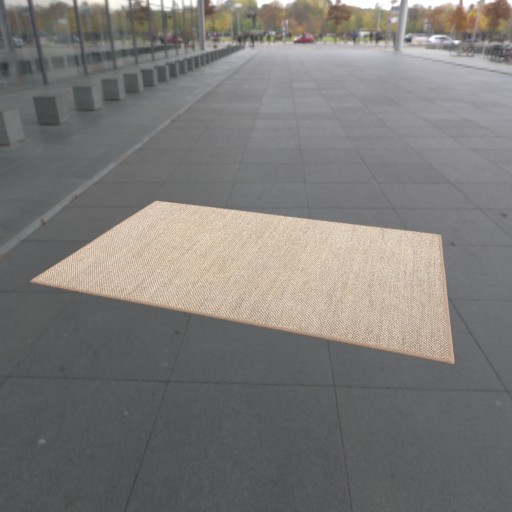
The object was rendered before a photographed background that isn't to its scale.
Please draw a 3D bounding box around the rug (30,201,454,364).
[{"bbox_3d":[0.000,0.000,2.078,1.668,0.012,1.061,8,28,16],"label":"rug"}]
